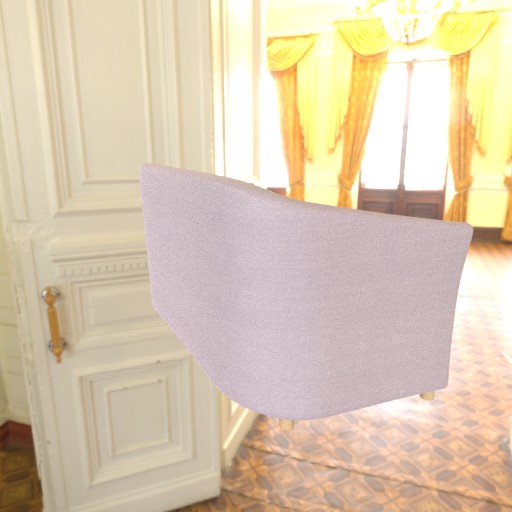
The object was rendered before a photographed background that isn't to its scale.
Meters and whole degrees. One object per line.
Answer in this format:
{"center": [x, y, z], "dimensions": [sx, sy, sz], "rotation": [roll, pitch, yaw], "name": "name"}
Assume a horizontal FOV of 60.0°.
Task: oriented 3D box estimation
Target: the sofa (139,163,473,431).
{"center": [0.000, 0.000, 1.812], "dimensions": [0.705, 0.721, 1.452], "rotation": [-7, 16, -26], "name": "sofa"}
